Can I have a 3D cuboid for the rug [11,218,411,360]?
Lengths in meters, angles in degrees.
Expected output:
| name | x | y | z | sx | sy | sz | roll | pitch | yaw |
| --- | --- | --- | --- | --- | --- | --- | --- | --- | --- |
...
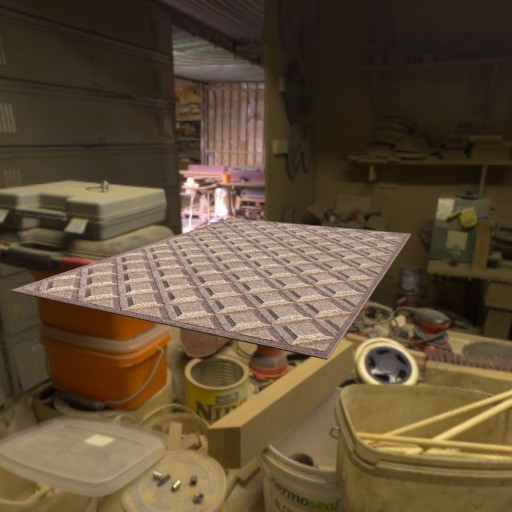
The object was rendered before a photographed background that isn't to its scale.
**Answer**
| name | x | y | z | sx | sy | sz | roll | pitch | yaw |
| --- | --- | --- | --- | --- | --- | --- | --- | --- | --- |
| rug | 0.000 | 0.000 | 4.154 | 2.382 | 0.018 | 3.294 | 7 | 17 | 25 |
